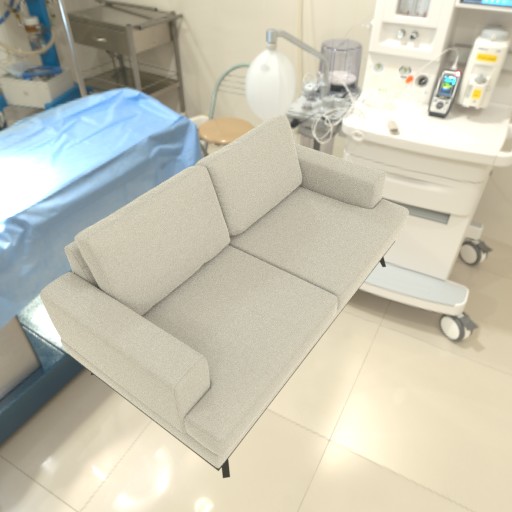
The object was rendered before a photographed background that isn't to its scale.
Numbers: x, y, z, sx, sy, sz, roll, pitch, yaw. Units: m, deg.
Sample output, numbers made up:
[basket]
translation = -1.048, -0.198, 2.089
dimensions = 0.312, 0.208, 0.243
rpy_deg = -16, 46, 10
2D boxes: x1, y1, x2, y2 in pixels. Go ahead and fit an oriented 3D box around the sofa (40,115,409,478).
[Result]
[sofa]
translation = 0.000, 0.000, 2.126
dimensions = 0.920, 0.810, 1.650
rpy_deg = 25, 47, 26
